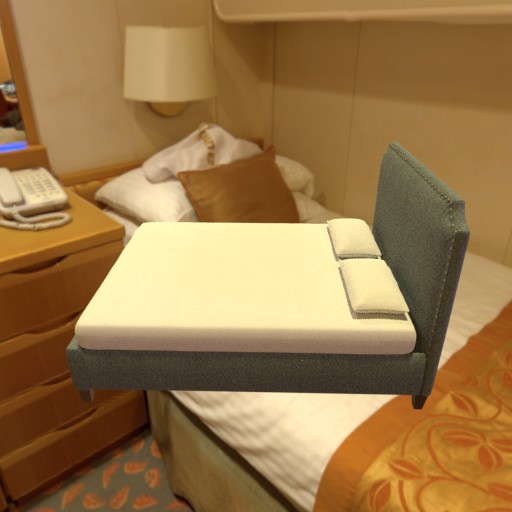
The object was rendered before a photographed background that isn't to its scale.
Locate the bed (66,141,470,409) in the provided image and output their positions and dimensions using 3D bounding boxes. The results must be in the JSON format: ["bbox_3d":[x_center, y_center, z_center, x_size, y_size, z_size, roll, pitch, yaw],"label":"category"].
[{"bbox_3d":[0.000,0.000,3.382,2.372,1.443,1.712,1,27,1],"label":"bed"}]
